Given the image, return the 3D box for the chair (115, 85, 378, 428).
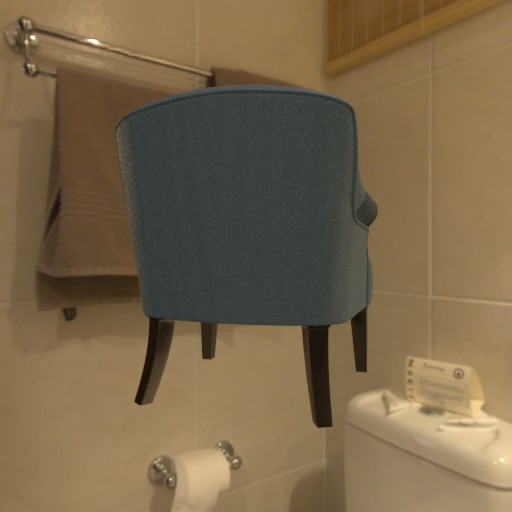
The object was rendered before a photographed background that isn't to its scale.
[{"bbox_3d":[0.000,0.000,1.485,0.770,0.878,0.754,0,0,18],"label":"chair"}]
